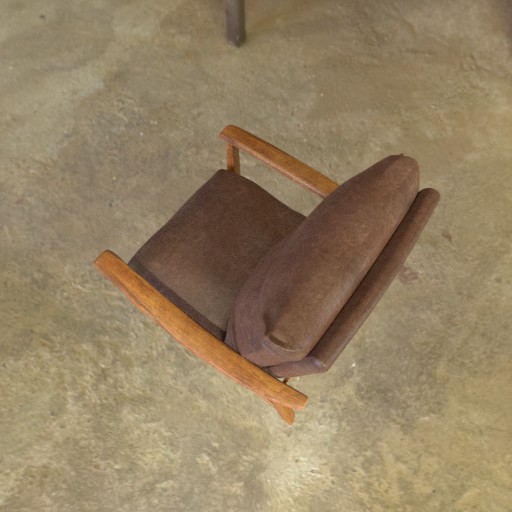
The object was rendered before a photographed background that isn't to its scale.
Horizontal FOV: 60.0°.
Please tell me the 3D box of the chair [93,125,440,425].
[{"bbox_3d":[0.000,0.000,1.525,0.830,0.897,0.782,34,69,15],"label":"chair"}]
